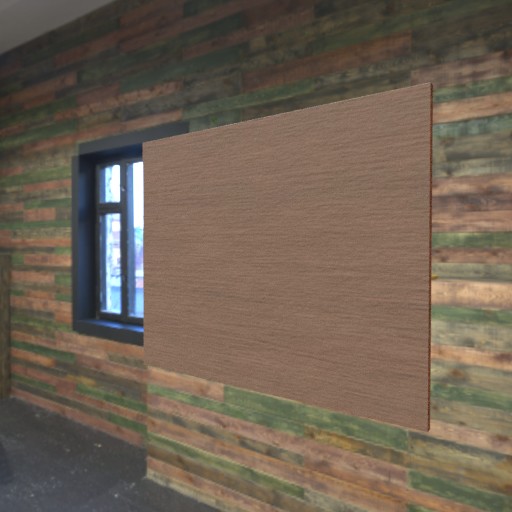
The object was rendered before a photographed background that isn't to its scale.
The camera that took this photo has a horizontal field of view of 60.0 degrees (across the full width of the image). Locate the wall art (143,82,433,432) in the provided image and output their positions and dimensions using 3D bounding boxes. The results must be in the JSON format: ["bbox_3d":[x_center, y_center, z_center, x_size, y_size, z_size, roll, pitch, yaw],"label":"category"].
[{"bbox_3d":[0.000,0.000,0.671,0.508,0.408,0.010,1,1,36],"label":"wall art"}]
